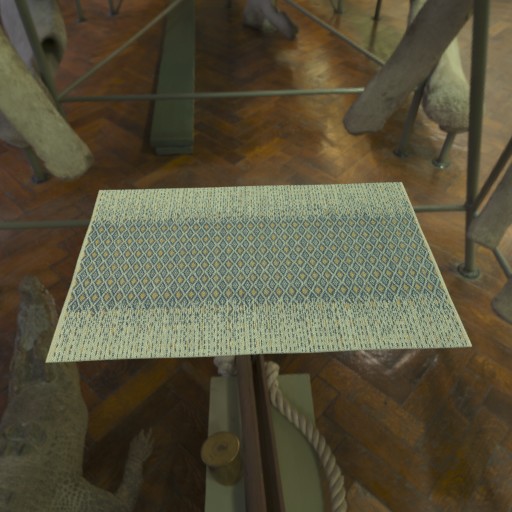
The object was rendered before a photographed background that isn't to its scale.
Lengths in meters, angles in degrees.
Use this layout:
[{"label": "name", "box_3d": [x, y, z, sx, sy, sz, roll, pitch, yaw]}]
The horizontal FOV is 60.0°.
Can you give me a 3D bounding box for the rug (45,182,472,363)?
[{"label": "rug", "box_3d": [0.000, 0.000, 3.060, 2.448, 0.008, 1.541, -2, 47, -2]}]
